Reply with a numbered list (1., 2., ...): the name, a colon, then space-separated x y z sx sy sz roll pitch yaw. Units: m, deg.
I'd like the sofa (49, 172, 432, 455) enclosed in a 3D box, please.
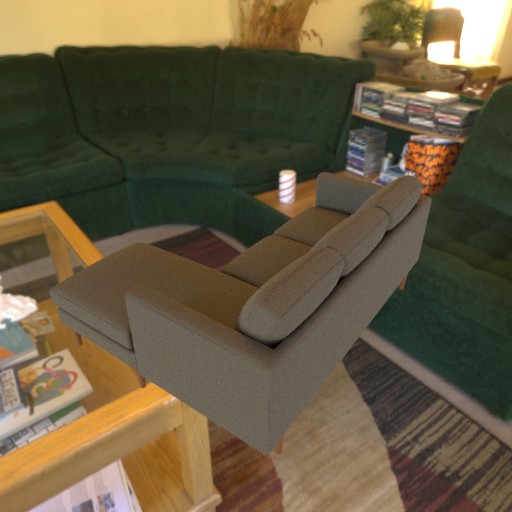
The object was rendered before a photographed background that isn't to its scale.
1. sofa: 0.000 0.000 2.923 1.591 0.897 2.031 21 37 30
